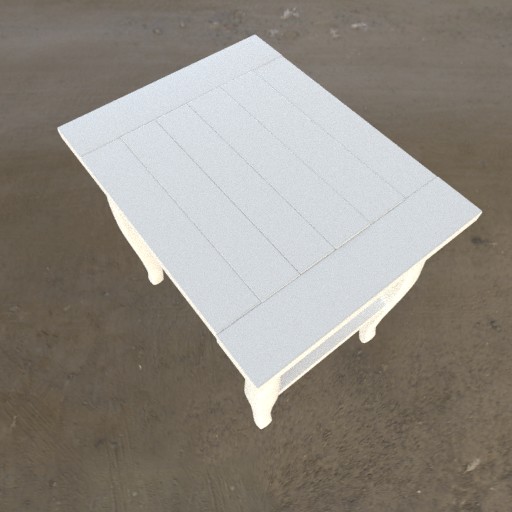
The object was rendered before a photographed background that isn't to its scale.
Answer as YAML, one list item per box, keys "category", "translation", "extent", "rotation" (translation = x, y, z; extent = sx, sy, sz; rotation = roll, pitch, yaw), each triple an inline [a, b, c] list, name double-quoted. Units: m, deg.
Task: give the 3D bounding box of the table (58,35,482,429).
- category: "table"
  translation: [0.000, 0.000, 1.021]
  extent: [0.463, 0.605, 0.599]
  rotation: [-34, 65, -18]
